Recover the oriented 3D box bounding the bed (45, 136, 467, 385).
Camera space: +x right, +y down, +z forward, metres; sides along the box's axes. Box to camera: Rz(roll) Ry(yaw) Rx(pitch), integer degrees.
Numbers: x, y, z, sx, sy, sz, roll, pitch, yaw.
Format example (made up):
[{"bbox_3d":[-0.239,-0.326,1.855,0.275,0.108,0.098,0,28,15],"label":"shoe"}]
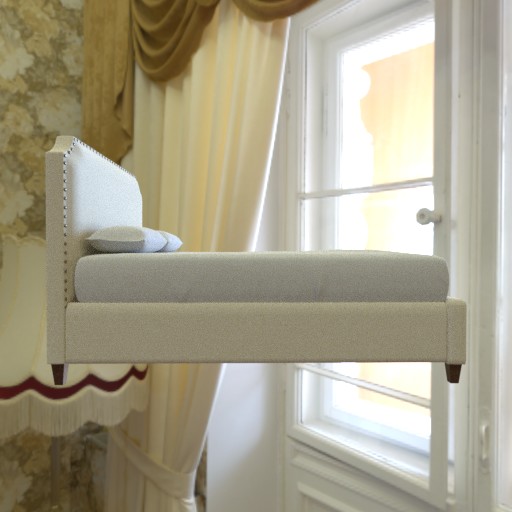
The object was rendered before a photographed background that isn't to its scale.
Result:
[{"bbox_3d":[0.000,0.000,3.284,2.329,1.415,1.703,0,1,-1],"label":"bed"}]
